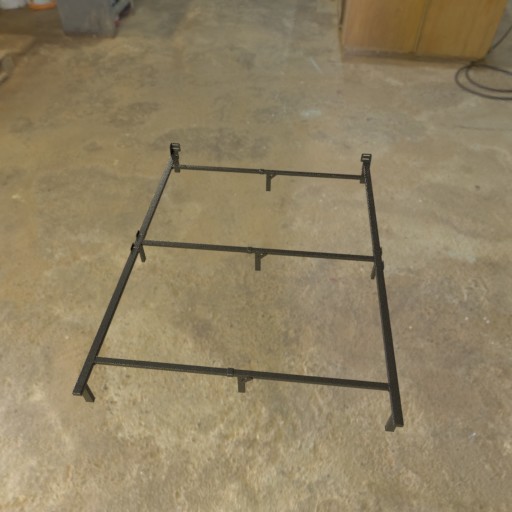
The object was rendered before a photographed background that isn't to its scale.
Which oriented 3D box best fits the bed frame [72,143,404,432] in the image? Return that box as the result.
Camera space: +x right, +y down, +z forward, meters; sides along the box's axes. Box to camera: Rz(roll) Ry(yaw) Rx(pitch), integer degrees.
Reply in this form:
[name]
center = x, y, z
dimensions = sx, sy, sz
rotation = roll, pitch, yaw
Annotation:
[bed frame]
center = 0.000, 0.000, 2.687
dimensions = 1.498, 0.248, 1.990
rotation = 4, 46, 4
